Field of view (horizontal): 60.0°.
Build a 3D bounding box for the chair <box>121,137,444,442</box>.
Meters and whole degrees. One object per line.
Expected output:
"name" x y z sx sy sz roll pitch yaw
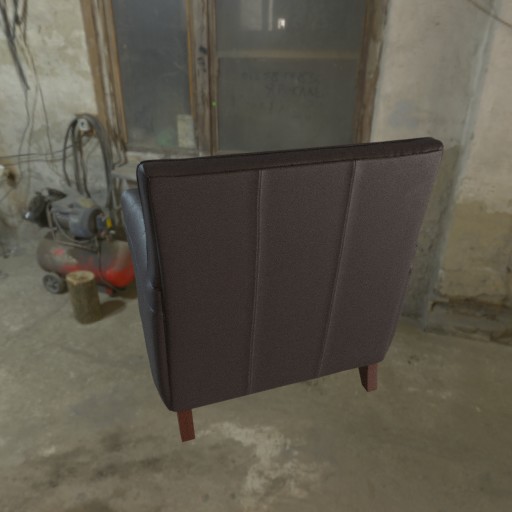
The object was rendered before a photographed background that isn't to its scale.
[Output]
"chair" 0.000 0.000 1.616 0.870 0.943 0.825 -9 28 -17
